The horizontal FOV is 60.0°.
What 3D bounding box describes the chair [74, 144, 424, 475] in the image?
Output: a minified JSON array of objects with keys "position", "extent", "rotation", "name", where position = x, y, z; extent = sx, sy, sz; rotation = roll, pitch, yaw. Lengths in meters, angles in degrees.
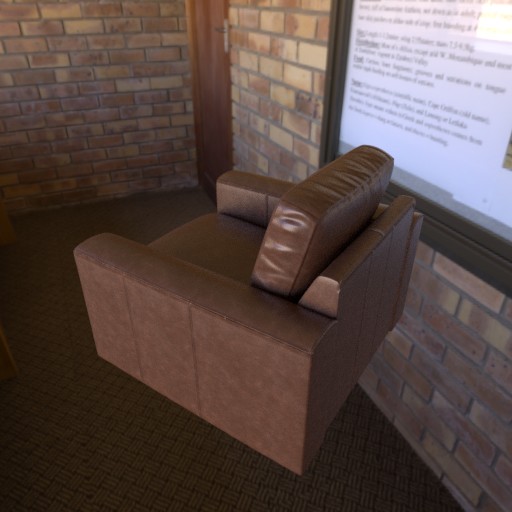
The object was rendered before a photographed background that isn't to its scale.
[{"position":[0.000,0.000,1.787],"extent":[1.016,0.873,1.005],"rotation":[19,36,29],"name":"chair"}]
